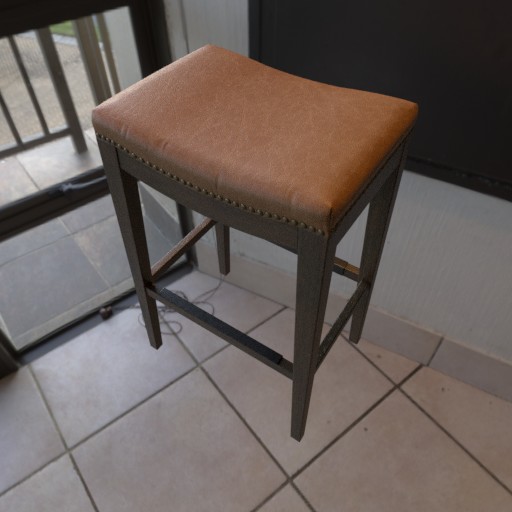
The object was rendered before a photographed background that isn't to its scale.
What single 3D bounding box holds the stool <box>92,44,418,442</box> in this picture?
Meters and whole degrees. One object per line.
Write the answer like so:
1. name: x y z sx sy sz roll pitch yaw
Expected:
1. stool: 0.000 0.000 1.026 0.500 0.759 0.361 26 52 22
